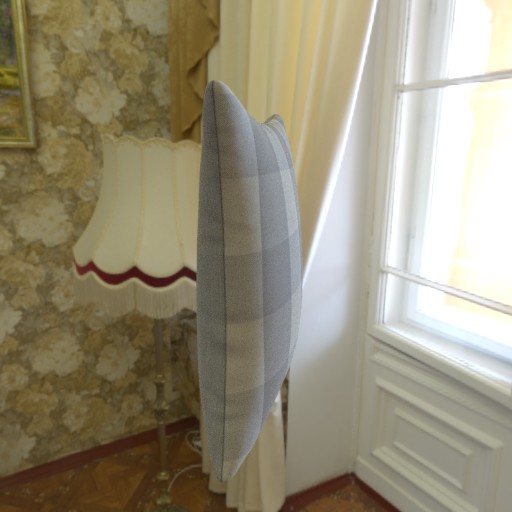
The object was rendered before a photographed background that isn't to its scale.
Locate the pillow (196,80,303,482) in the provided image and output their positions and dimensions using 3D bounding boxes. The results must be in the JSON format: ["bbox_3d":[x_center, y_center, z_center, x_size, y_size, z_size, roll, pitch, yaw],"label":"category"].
[{"bbox_3d":[0.000,0.000,0.774,0.161,0.509,0.511,2,14,10],"label":"pillow"}]
